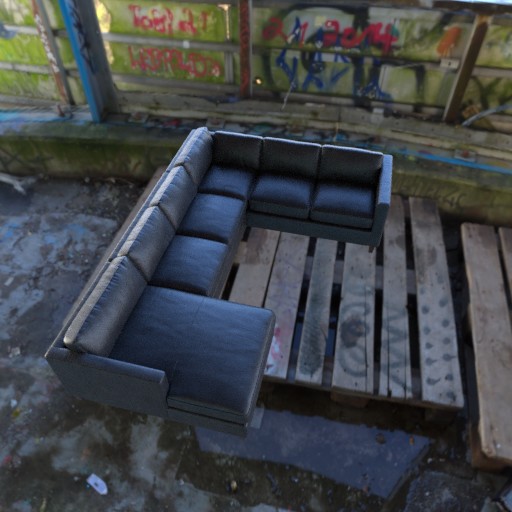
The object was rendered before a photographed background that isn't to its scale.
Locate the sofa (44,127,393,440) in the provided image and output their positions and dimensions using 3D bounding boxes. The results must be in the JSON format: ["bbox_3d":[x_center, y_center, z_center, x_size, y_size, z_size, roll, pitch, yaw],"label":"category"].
[{"bbox_3d":[0.000,0.000,4.412,2.452,0.891,3.324,10,47,9],"label":"sofa"}]
